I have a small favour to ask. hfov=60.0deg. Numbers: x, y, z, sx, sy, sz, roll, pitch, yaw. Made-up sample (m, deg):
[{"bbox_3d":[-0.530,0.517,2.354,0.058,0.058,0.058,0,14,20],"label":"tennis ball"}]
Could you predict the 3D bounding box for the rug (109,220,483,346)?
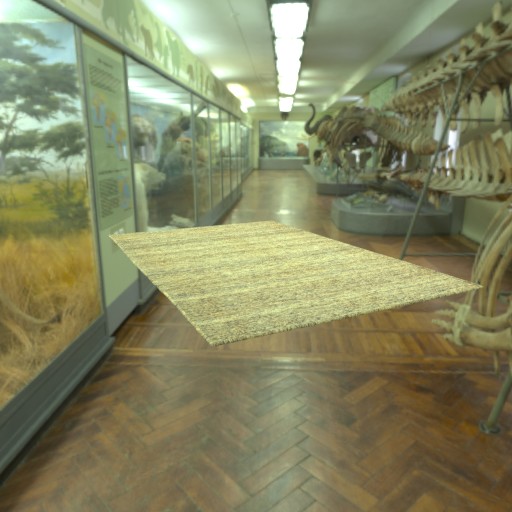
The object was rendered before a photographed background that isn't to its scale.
[{"bbox_3d":[0.000,0.000,2.396,1.243,0.014,1.846,-7,16,-26],"label":"rug"}]
